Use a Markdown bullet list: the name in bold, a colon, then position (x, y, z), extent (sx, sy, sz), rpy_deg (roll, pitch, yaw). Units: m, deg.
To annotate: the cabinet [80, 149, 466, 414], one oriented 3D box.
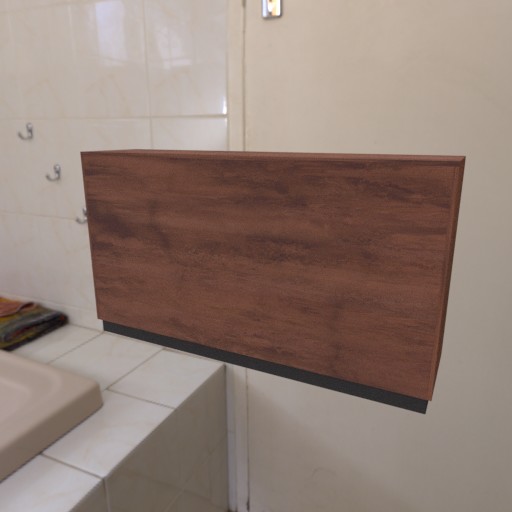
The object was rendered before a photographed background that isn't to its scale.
- **cabinet**: position (0.000, 0.000, 1.992), extent (1.600, 0.900, 0.420), rpy_deg (8, 17, 26)
